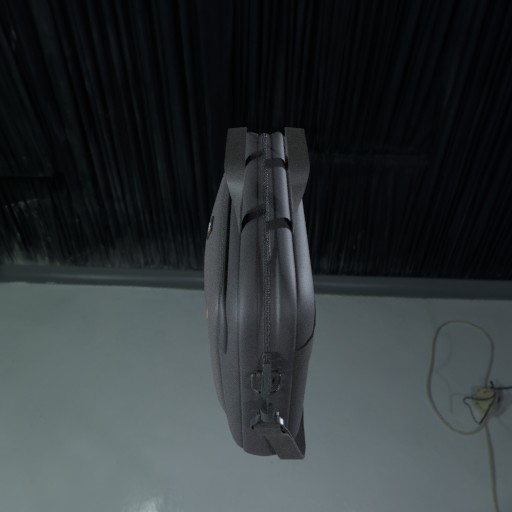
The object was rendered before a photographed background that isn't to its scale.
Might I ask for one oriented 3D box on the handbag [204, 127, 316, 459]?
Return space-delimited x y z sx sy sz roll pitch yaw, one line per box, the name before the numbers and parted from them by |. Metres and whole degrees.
handbag | 0.000 0.000 0.572 0.126 0.330 0.429 0 41 0
